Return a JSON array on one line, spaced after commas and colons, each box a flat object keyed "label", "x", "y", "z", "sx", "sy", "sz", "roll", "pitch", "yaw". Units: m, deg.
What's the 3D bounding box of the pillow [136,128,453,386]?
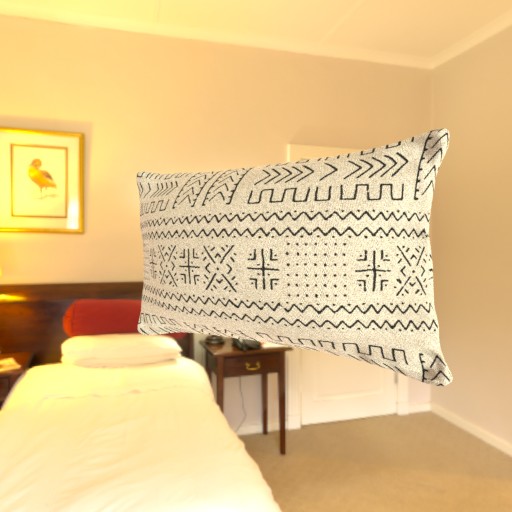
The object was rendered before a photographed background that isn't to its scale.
[{"label": "pillow", "x": 0.000, "y": 0.000, "z": 0.772, "sx": 0.637, "sy": 0.352, "sz": 0.188, "roll": 1, "pitch": 2, "yaw": 35}]
